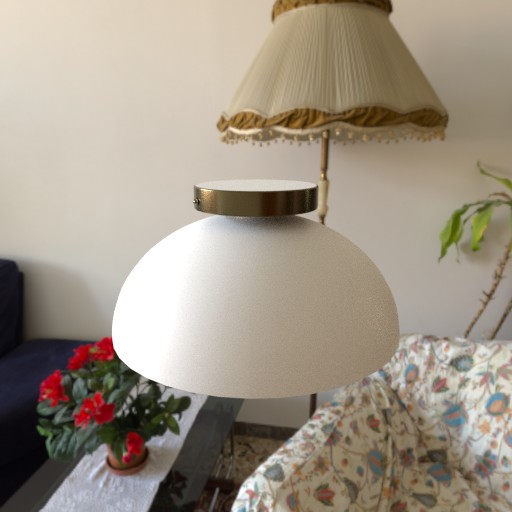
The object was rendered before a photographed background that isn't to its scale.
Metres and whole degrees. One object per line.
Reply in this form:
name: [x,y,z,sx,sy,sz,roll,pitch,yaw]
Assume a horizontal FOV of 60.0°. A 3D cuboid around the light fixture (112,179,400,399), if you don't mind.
light fixture: [0.000,0.000,0.552,0.355,0.177,0.355,0,15,0]
